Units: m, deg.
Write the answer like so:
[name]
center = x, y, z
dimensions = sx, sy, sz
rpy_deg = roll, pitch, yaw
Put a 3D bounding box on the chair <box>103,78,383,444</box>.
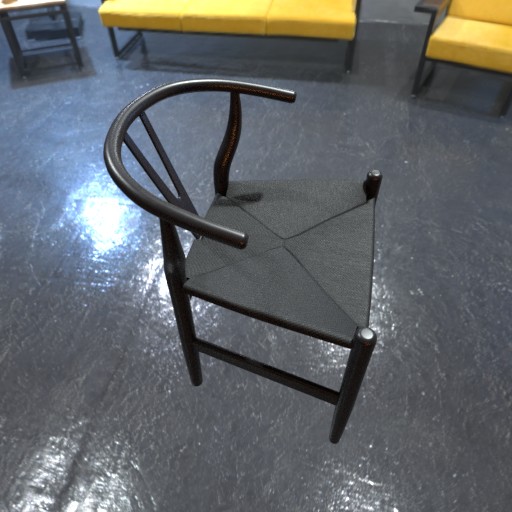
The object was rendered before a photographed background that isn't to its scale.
[chair]
center = 0.000, 0.000, 1.125
dimensions = 0.579, 0.730, 0.569
rpy_deg = 9, 46, 9
